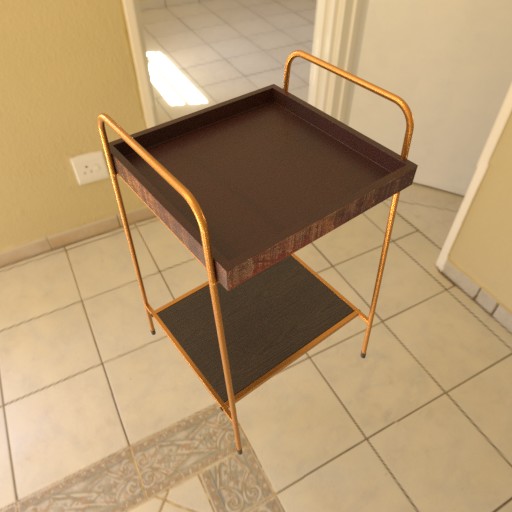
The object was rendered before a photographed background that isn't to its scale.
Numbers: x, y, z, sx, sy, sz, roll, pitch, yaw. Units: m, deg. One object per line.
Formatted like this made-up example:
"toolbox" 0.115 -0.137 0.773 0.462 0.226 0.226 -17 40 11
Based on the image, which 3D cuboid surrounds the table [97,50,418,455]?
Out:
"table" 0.000 0.000 0.979 0.430 0.710 0.430 -29 53 -25
